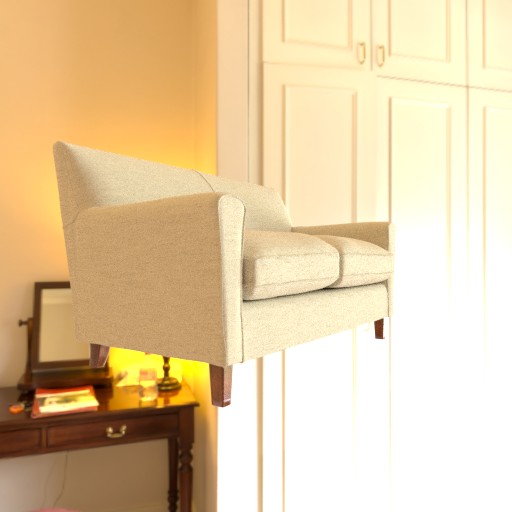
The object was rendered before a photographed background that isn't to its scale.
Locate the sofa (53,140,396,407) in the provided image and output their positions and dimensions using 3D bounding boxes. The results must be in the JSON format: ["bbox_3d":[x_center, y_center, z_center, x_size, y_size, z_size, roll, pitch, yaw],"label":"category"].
[{"bbox_3d":[0.000,0.000,2.051,0.891,0.892,1.482,0,0,36],"label":"sofa"}]
